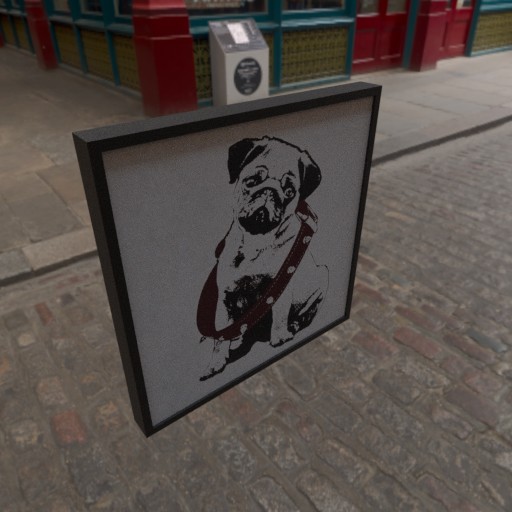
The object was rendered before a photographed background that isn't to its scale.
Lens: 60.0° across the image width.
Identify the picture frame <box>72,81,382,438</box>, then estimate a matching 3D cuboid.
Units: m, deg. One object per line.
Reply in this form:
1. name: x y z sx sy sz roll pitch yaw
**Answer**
1. picture frame: 0.000 0.000 0.478 0.317 0.317 0.030 -22 38 -32
